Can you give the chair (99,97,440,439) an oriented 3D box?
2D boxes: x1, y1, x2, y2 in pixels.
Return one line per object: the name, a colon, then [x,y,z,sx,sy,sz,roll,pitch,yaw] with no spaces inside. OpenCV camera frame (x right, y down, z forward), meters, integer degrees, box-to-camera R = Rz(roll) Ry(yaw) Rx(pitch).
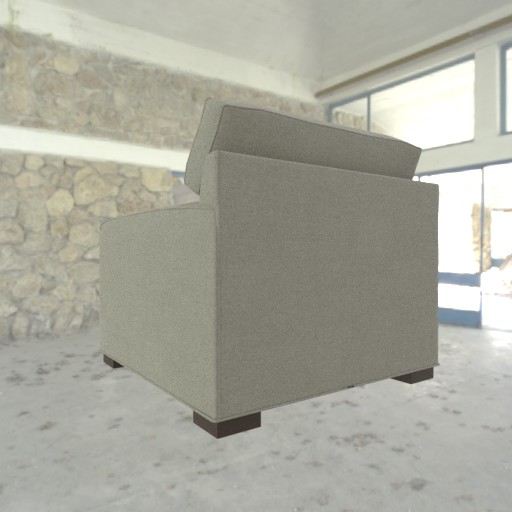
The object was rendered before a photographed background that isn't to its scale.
chair: [0.000,0.000,1.829,0.999,0.934,1.044,0,1,-35]
